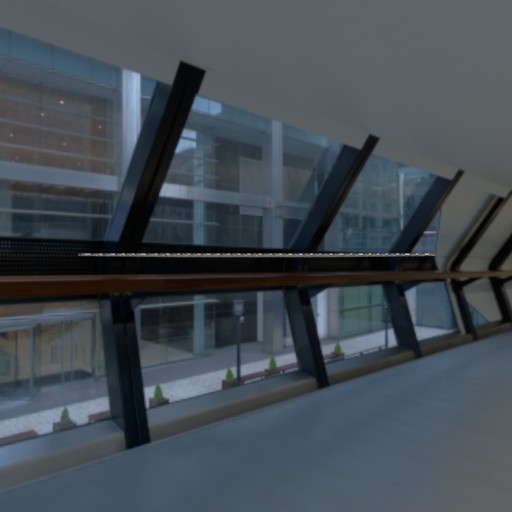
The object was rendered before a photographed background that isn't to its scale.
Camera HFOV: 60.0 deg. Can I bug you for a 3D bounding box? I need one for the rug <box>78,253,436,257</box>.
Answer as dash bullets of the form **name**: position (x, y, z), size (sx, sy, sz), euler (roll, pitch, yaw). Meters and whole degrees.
- **rug**: position (0.000, 0.000, 2.467), size (1.196, 0.008, 2.006), euler (0, 0, 0)
